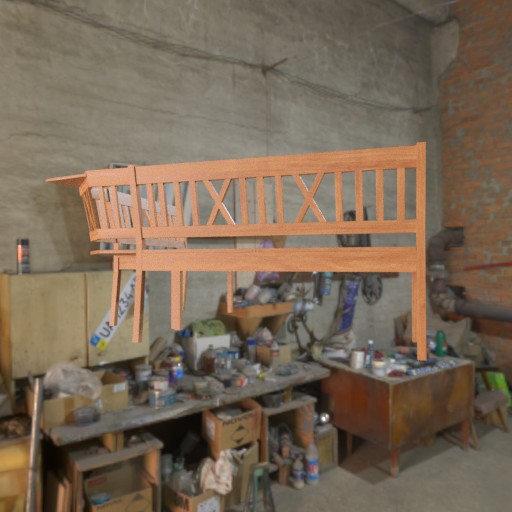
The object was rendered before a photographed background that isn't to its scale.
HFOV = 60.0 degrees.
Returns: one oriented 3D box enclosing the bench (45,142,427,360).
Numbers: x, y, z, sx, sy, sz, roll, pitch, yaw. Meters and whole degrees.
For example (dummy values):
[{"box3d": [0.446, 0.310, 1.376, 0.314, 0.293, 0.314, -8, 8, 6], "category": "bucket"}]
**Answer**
[{"box3d": [0.000, 0.000, 2.821, 1.937, 0.902, 1.537, 0, -1, 18], "category": "bench"}]
